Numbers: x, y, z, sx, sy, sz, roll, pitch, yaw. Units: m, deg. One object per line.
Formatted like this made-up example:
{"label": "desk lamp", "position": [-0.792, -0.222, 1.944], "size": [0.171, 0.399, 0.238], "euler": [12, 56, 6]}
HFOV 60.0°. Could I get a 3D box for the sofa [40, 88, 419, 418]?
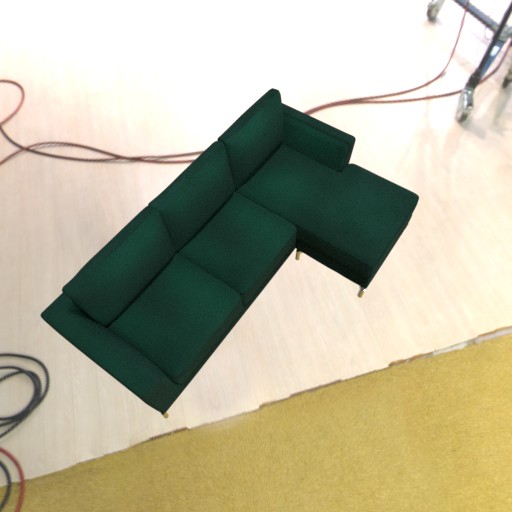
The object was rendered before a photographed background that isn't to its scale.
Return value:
{"label": "sofa", "position": [0.000, 0.000, 3.164], "size": [1.489, 1.007, 2.441], "euler": [31, 63, 18]}
